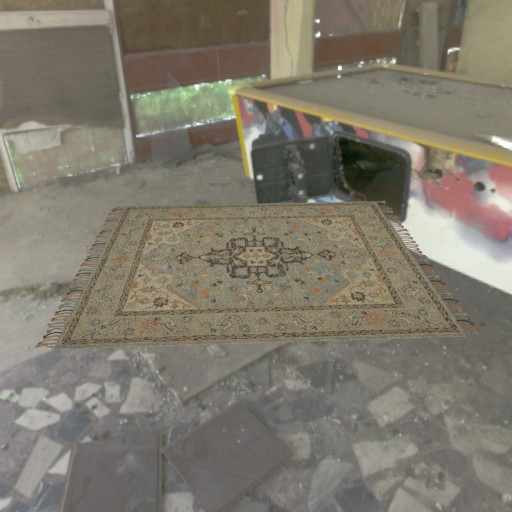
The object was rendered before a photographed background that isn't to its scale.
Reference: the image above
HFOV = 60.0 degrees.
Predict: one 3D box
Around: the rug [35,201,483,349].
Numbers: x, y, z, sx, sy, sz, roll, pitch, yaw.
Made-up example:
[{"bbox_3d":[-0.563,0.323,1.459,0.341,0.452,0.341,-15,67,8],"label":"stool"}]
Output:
[{"bbox_3d":[0.000,0.000,3.444,2.651,0.010,1.971,-1,31,-2],"label":"rug"}]
